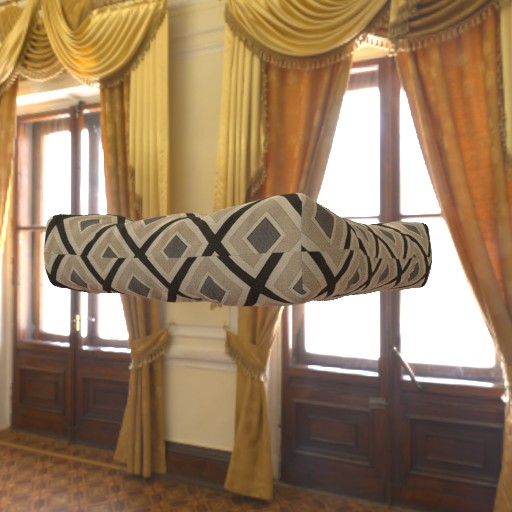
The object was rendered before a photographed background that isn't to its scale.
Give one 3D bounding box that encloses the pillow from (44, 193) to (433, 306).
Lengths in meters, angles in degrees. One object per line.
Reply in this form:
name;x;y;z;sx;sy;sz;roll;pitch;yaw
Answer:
pillow;0.000;0.000;0.734;0.468;0.128;0.490;0;-1;34
